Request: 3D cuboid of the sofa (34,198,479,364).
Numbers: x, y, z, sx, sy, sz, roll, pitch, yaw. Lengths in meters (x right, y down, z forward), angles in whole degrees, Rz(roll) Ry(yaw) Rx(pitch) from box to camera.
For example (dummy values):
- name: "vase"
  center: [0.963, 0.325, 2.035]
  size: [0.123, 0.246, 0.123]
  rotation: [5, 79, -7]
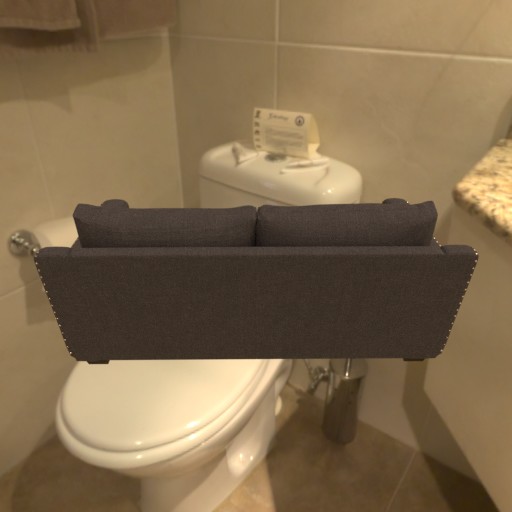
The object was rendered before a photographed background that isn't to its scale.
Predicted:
- name: "sofa"
  center: [0.000, 0.000, 3.292]
  size: [2.550, 1.196, 1.336]
  rotation: [0, 31, 0]
